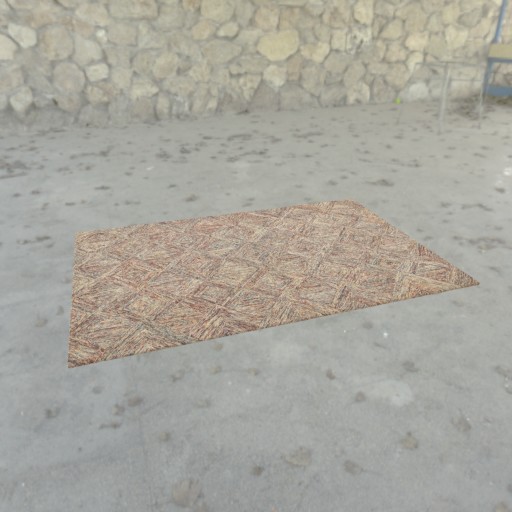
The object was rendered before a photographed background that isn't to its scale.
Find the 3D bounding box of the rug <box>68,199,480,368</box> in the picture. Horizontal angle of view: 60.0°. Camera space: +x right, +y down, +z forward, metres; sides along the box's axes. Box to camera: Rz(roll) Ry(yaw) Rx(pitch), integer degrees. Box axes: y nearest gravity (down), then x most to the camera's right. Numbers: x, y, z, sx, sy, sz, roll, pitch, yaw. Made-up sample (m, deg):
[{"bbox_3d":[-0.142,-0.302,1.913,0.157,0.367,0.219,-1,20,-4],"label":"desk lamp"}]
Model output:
[{"bbox_3d":[0.000,0.000,2.941,2.285,0.019,1.523,-9,29,-16],"label":"rug"}]
